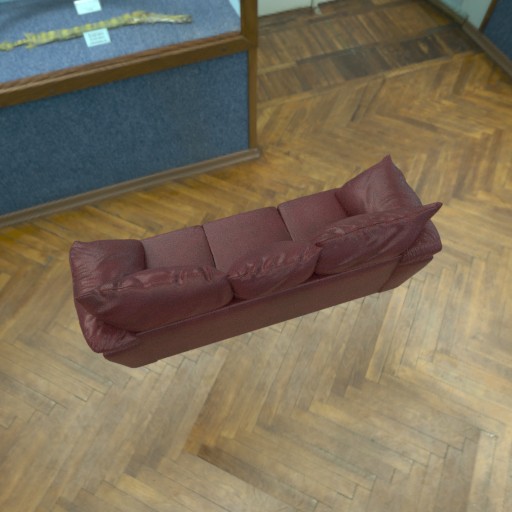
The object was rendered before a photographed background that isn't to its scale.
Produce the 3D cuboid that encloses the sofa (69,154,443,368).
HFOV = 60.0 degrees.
[{"bbox_3d":[0.000,0.000,3.063,2.390,1.091,0.907,-16,61,-9],"label":"sofa"}]
